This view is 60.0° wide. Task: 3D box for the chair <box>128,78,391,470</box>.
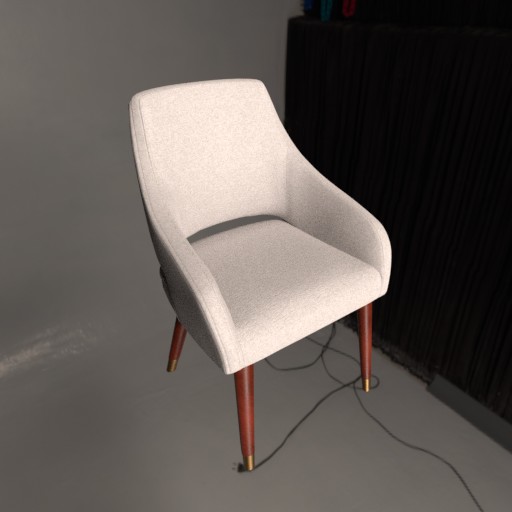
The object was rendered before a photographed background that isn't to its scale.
[{"bbox_3d":[0.000,0.000,1.299,0.609,0.889,0.600,-20,36,-31],"label":"chair"}]
